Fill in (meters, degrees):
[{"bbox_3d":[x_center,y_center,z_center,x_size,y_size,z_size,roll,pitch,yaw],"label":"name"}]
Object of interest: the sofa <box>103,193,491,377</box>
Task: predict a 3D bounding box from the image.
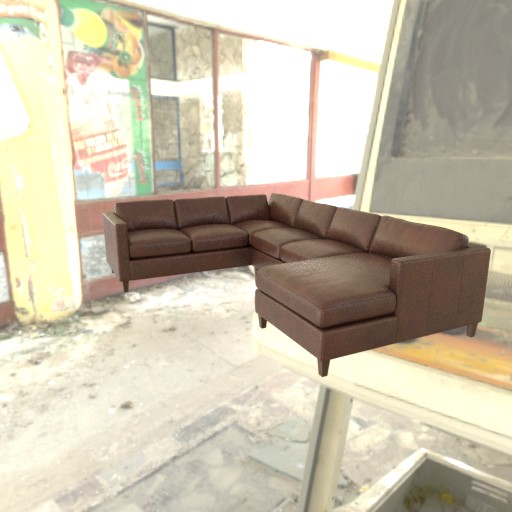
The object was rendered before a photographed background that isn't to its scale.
[{"bbox_3d":[0.000,0.000,4.420,2.452,0.891,3.324,-7,16,-25],"label":"sofa"}]
